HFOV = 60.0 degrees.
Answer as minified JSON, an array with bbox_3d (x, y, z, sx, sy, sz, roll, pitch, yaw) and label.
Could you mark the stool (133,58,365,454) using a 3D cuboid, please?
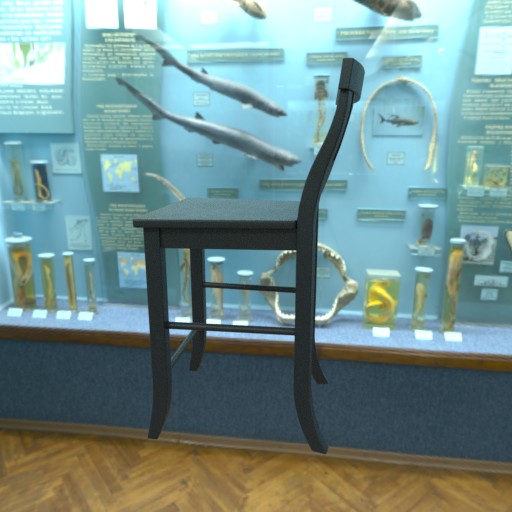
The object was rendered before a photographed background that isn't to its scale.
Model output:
[{"bbox_3d":[0.000,0.000,1.295,0.559,0.989,0.452,2,15,9],"label":"stool"}]
